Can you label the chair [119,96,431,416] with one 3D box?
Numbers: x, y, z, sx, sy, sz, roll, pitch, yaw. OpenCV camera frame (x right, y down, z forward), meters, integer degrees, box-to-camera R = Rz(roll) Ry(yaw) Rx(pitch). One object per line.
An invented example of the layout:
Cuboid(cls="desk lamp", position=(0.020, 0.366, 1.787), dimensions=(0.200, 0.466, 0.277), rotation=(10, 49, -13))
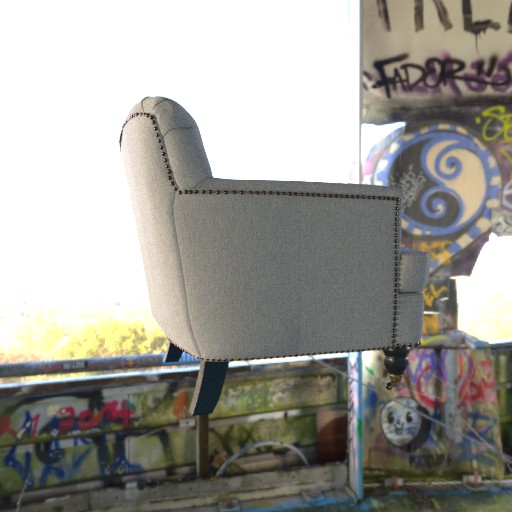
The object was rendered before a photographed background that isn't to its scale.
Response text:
Cuboid(cls="chair", position=(0.000, 0.000, 1.529), dimensions=(0.902, 0.823, 0.737), rotation=(0, 1, -19))
